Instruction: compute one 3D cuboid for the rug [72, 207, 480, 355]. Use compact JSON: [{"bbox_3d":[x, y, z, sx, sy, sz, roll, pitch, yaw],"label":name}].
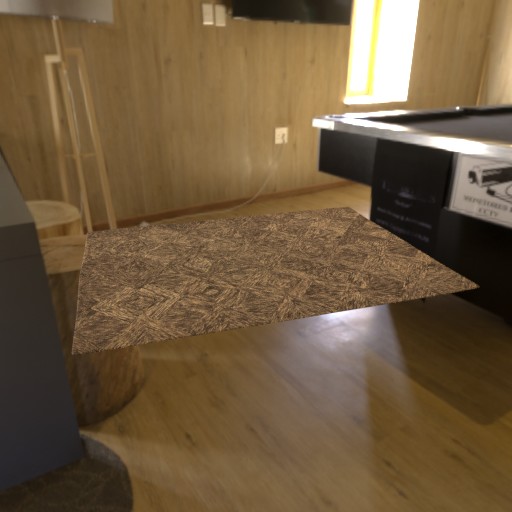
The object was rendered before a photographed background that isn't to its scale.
[{"bbox_3d":[0.000,0.000,5.463,4.093,0.020,2.997,-7,25,-15],"label":"rug"}]
